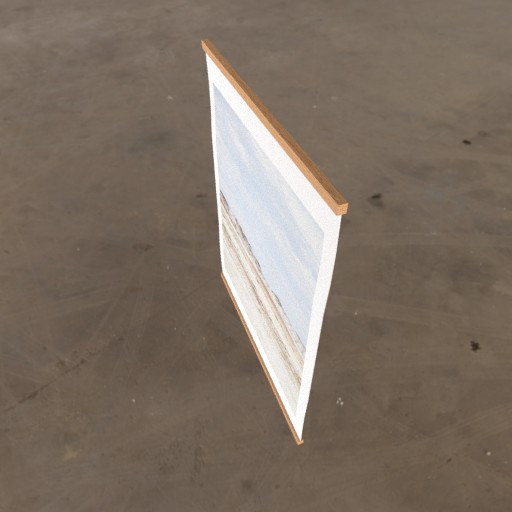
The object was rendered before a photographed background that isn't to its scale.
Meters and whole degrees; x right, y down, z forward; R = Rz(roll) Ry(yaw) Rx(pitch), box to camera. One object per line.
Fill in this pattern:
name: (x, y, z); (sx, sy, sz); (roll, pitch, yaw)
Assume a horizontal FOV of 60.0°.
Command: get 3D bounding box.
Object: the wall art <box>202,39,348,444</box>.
wall art: (0.000, 0.000, 0.687); (0.010, 0.507, 0.404); (-16, 48, -15)
